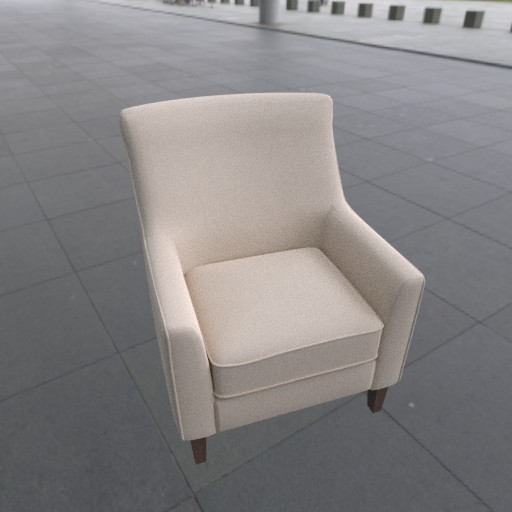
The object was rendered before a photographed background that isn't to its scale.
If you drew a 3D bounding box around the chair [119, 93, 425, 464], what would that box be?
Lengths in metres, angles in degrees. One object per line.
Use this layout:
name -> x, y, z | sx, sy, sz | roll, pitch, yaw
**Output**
chair -> 0.000, 0.000, 1.535 | 0.756, 0.916, 0.879 | -10, 34, -15
